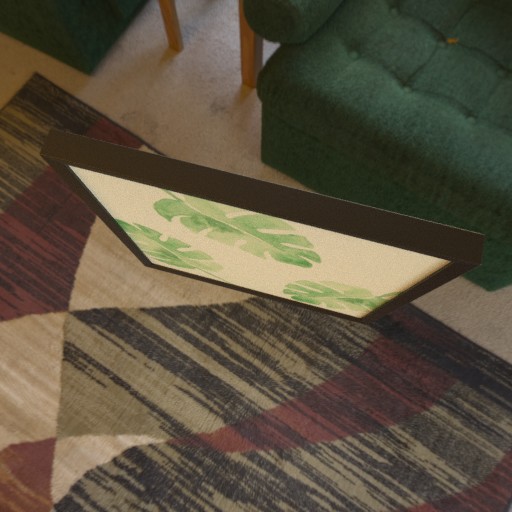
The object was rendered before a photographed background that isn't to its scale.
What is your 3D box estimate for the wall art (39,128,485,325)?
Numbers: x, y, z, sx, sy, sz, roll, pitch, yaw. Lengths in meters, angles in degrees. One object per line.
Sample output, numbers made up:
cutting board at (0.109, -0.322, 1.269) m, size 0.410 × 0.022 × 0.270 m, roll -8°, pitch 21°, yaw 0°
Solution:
wall art at (0.000, 0.000, 0.739) m, size 0.508 × 0.508 × 0.036 m, roll 14°, pitch 74°, yaw 4°
